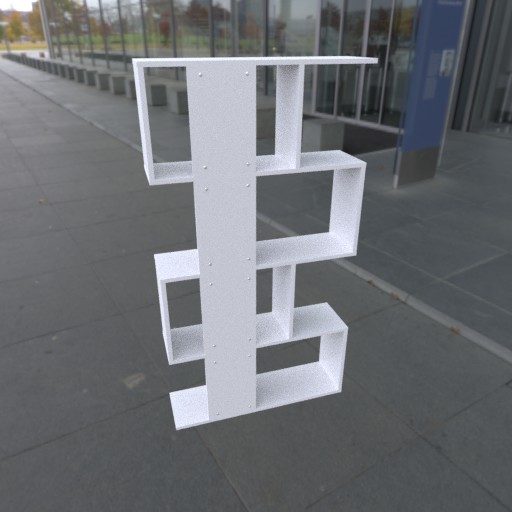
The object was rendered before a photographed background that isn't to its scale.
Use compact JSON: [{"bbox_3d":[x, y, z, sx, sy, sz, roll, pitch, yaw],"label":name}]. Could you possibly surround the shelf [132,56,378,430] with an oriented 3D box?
[{"bbox_3d":[0.000,0.000,2.025,0.890,1.650,0.250,-8,27,-15],"label":"shelf"}]
